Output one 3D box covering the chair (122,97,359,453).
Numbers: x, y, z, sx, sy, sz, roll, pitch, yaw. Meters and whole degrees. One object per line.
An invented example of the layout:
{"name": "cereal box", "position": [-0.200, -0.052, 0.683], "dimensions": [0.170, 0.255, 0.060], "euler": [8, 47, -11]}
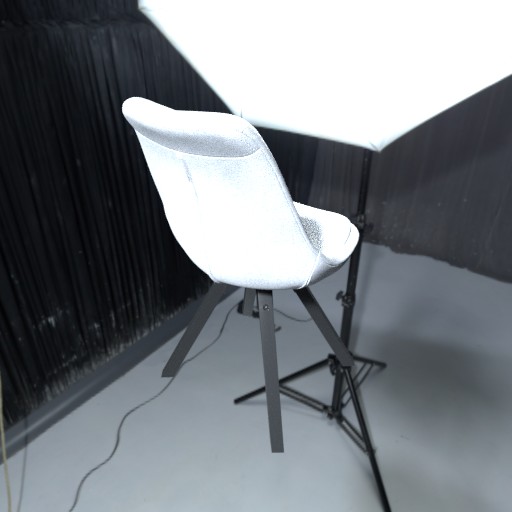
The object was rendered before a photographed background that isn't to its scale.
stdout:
{"name": "chair", "position": [0.000, 0.000, 1.171], "dimensions": [0.485, 0.850, 0.550], "euler": [21, 37, 31]}
